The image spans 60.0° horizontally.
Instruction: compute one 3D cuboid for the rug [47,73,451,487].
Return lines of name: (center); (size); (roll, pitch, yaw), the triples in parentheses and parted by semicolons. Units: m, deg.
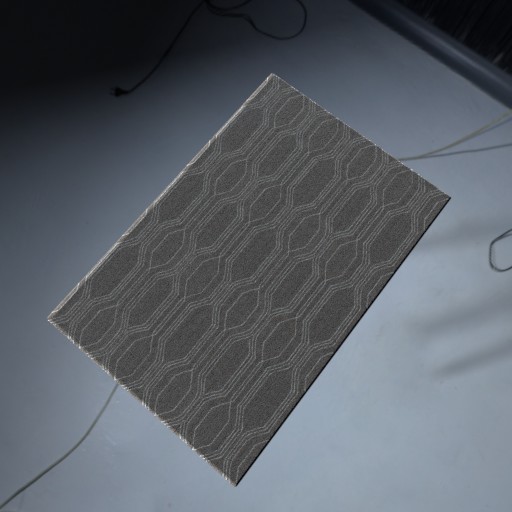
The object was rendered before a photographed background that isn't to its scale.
rug: (0.000, 0.000, 2.314); (1.239, 0.012, 1.836); (38, 79, 9)
